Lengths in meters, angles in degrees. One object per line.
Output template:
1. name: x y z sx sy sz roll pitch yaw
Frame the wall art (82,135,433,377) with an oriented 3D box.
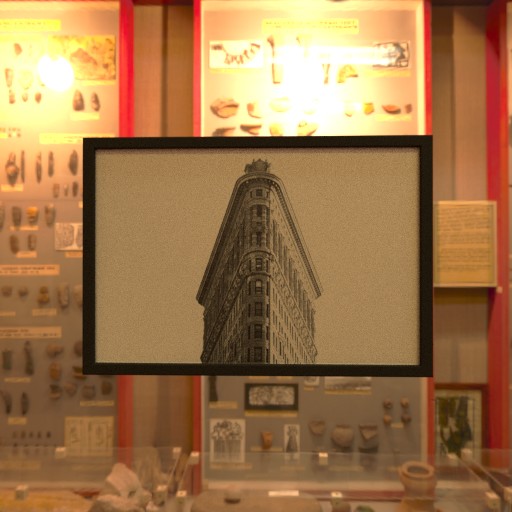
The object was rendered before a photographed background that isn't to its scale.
1. wall art: 0.000 0.000 1.223 0.958 0.656 0.026 0 0 2
